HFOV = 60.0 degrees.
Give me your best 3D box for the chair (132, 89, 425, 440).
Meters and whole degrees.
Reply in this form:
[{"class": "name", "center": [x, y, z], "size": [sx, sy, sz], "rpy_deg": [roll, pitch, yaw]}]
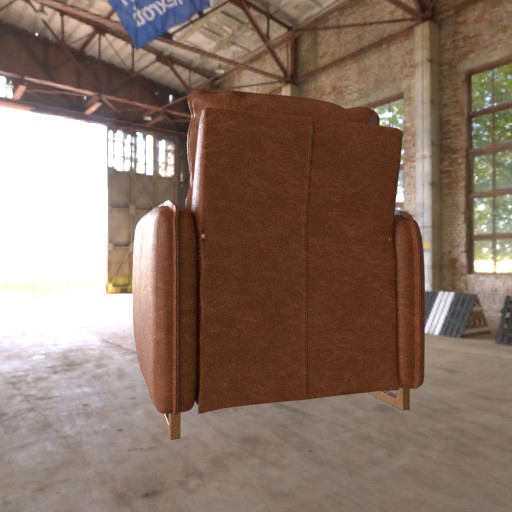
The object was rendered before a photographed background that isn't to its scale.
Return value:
[{"class": "chair", "center": [0.000, 0.000, 1.583], "size": [0.830, 0.922, 0.922], "rpy_deg": [0, -1, -18]}]
